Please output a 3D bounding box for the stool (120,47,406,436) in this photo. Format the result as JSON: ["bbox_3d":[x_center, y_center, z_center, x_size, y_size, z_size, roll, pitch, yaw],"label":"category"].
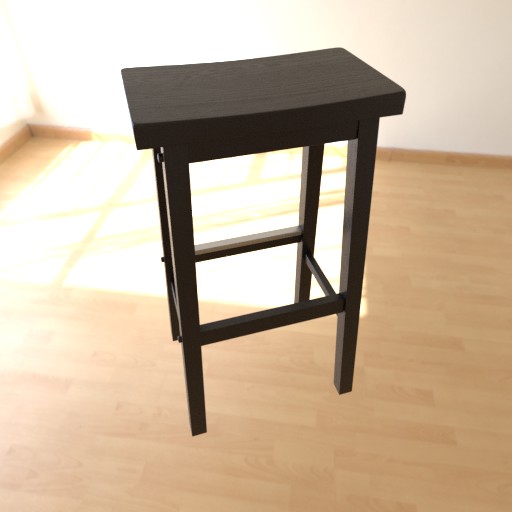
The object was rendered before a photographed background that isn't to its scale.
[{"bbox_3d":[0.000,0.000,0.943,0.406,0.742,0.322,-11,42,-13],"label":"stool"}]
